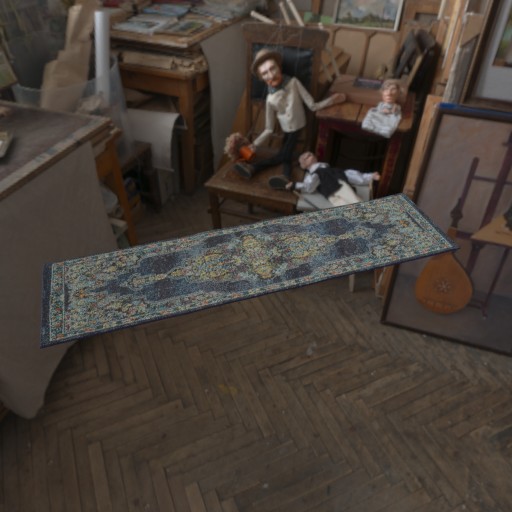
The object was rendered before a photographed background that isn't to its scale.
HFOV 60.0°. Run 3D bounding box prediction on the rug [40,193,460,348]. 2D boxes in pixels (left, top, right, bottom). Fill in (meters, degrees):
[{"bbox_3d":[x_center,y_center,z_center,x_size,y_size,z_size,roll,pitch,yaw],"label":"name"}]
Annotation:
[{"bbox_3d":[0.000,0.000,2.499,2.283,0.016,0.602,-12,43,-13],"label":"rug"}]
